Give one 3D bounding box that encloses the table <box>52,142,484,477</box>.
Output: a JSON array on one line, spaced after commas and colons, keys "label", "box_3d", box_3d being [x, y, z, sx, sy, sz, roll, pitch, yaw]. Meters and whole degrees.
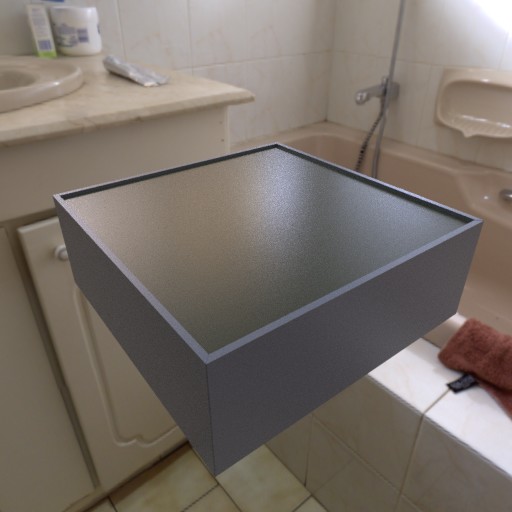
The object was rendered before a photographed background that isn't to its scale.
[{"label": "table", "box_3d": [0.000, 0.000, 1.234, 0.801, 0.299, 0.801, -22, 38, -31]}]
